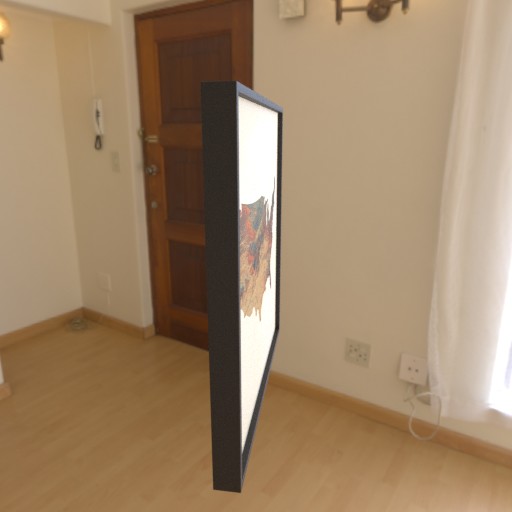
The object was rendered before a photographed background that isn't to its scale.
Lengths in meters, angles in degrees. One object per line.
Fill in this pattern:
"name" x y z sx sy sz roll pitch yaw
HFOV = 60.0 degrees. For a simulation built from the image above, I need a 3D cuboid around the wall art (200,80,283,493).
"wall art" 0.000 0.000 0.759 0.038 0.507 0.507 2 16 8
